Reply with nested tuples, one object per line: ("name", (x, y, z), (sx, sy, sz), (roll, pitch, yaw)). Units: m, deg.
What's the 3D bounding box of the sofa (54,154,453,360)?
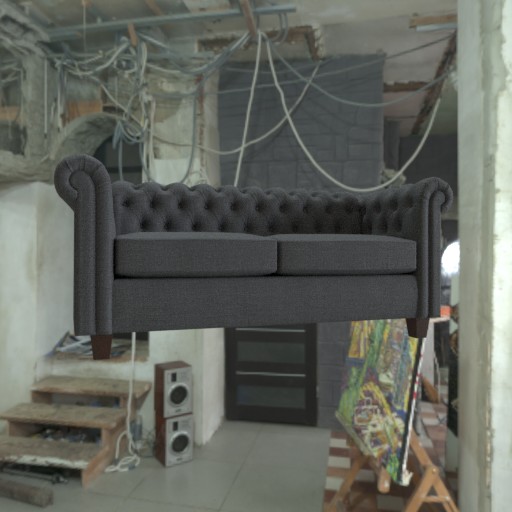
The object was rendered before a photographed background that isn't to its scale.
("sofa", (0.000, 0.000, 2.248), (1.798, 0.797, 0.783), (0, 0, -18))
